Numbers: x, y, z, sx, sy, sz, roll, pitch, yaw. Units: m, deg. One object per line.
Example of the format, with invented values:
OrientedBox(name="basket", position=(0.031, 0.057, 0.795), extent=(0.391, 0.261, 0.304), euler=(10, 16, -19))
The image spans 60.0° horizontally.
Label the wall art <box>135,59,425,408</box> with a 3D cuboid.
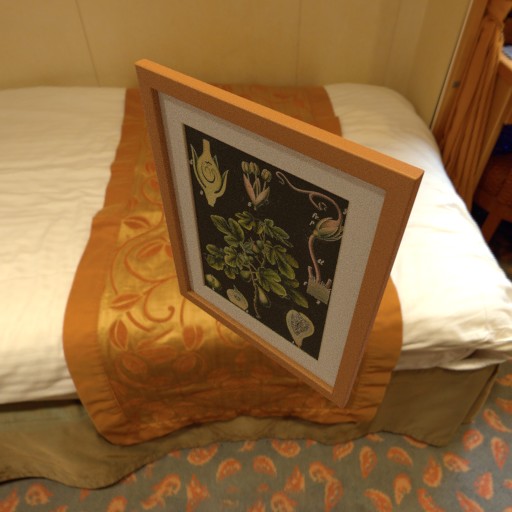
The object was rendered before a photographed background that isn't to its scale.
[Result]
OrientedBox(name="wall art", position=(0.000, 0.000, 0.526), extent=(0.310, 0.379, 0.015), euler=(31, 54, 26))
